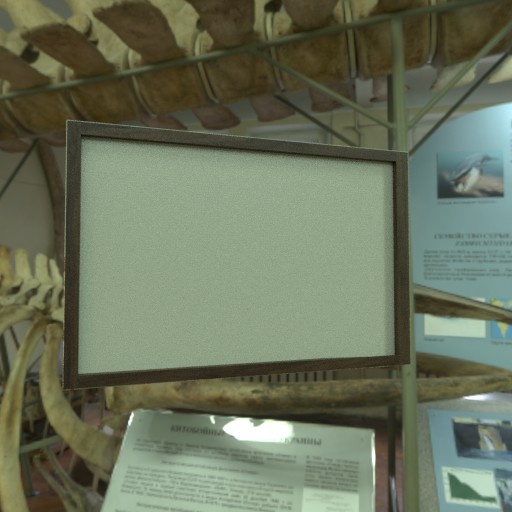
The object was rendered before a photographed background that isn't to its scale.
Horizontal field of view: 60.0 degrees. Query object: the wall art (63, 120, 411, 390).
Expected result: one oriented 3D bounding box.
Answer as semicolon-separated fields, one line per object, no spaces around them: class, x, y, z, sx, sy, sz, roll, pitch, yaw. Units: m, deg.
wall art;0.000;0.000;1.913;1.520;1.016;0.051;1;-2;-17
